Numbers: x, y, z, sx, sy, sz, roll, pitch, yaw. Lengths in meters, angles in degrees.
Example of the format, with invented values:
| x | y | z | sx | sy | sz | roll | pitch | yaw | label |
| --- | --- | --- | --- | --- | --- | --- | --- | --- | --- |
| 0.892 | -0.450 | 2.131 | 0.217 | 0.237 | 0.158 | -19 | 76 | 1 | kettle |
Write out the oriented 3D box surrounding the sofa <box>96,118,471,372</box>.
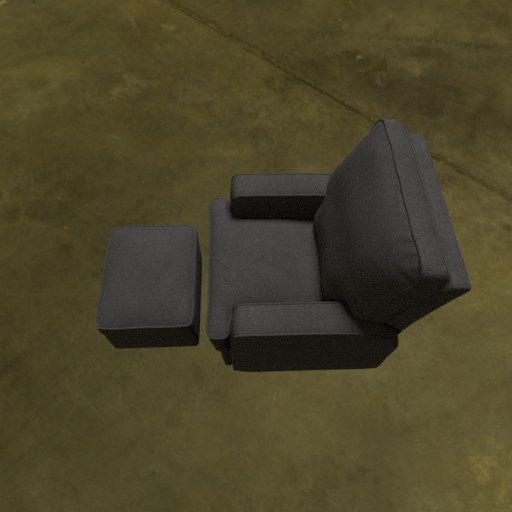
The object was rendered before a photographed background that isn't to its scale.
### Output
| x | y | z | sx | sy | sz | roll | pitch | yaw | label |
| --- | --- | --- | --- | --- | --- | --- | --- | --- | --- |
| 0.000 | 0.000 | 2.009 | 1.472 | 0.959 | 0.861 | -2 | 59 | -1 | sofa |
